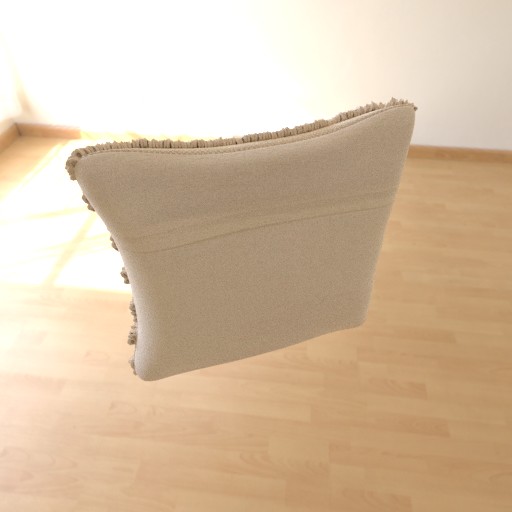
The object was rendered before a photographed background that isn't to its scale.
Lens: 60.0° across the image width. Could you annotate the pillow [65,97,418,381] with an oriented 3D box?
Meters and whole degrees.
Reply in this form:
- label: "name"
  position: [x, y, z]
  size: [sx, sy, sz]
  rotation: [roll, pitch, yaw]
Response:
- label: "pillow"
  position: [0.000, 0.000, 0.659]
  size: [0.437, 0.427, 0.145]
  rotation: [-12, 43, -14]
